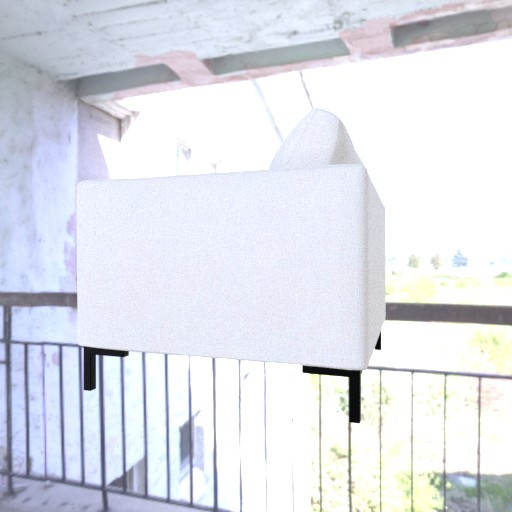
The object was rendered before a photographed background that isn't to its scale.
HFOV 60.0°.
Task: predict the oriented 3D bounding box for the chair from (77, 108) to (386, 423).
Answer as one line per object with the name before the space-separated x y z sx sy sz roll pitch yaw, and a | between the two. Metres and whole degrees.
chair | 0.000 0.000 1.626 0.875 0.806 0.964 0 0 19
